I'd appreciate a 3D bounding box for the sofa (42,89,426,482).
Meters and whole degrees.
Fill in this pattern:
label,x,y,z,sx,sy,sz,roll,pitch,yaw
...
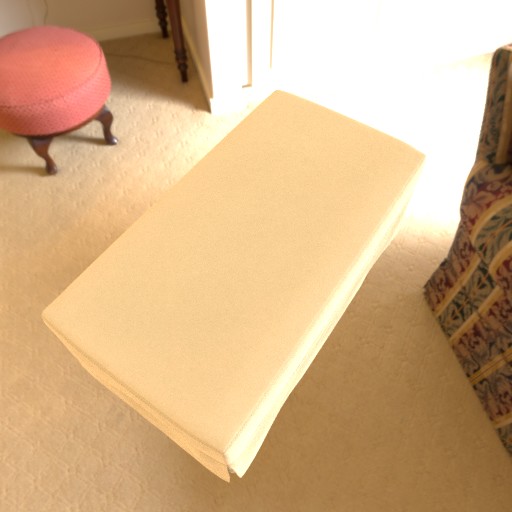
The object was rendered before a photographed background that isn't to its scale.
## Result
label,x,y,z,sx,sy,sz,roll,pitch,yaw
sofa,0.000,0.000,2.081,0.939,0.552,1.677,30,62,18
